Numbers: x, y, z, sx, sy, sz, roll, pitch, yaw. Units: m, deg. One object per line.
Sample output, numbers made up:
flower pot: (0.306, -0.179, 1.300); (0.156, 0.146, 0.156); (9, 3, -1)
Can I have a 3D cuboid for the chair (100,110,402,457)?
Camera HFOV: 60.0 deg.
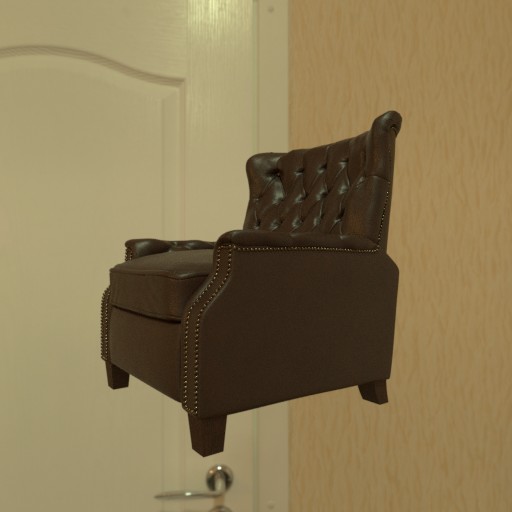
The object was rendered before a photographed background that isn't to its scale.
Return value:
chair: (0.000, 0.000, 1.432); (0.823, 0.864, 0.709); (0, 0, -36)
